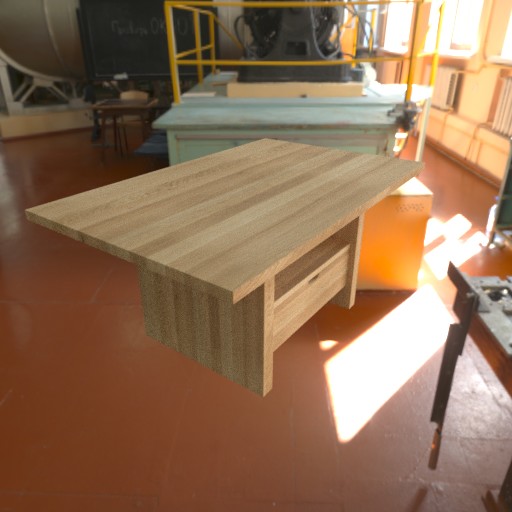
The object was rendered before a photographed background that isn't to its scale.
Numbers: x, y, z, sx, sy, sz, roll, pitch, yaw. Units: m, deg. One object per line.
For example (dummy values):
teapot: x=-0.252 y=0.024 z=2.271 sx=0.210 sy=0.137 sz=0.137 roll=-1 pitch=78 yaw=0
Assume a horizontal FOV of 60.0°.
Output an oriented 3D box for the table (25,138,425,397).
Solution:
table: x=0.000 y=0.000 z=1.488 sx=0.700 sy=0.510 sz=1.100 roll=18 pitch=32 yaw=32
